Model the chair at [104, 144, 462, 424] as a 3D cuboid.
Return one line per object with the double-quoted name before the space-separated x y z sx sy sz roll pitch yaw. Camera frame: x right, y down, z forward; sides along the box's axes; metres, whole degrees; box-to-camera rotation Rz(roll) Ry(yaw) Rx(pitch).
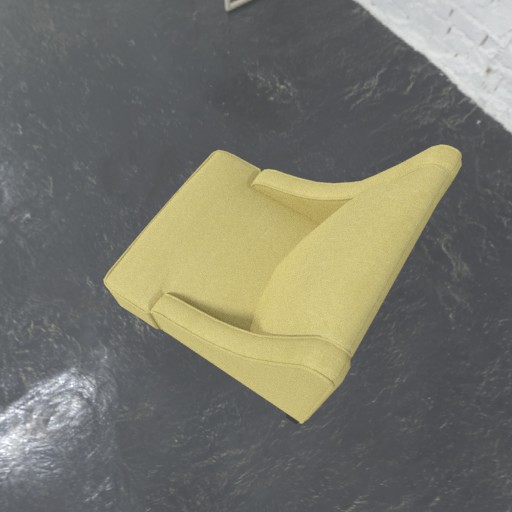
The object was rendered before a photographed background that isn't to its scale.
"chair" 0.000 0.000 1.461 0.814 0.896 0.696 30 67 14
